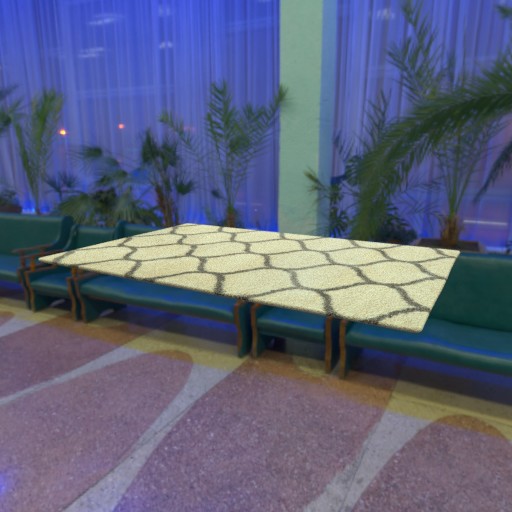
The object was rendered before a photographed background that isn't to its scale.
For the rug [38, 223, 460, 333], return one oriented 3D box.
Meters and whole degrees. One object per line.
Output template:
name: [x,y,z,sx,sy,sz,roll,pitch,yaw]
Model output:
rug: [0.000,0.000,3.386,2.701,0.026,1.801,8,16,28]
